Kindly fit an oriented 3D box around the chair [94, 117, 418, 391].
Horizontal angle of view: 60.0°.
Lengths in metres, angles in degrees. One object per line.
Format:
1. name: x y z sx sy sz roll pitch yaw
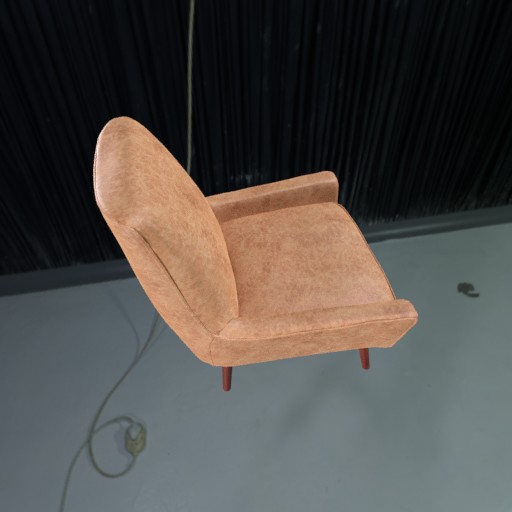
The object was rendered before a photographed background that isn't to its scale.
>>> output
1. chair: 0.000 0.000 1.499 0.851 0.883 0.753 -10 47 -9
